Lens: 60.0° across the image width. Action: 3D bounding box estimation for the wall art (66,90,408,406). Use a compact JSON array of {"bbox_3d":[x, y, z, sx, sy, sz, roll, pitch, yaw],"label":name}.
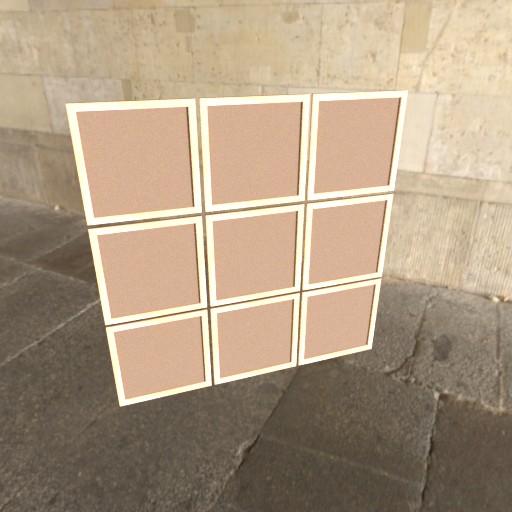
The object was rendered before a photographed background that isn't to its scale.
[{"bbox_3d":[0.000,0.000,1.784,1.216,1.218,0.013,-8,27,-17],"label":"wall art"}]
